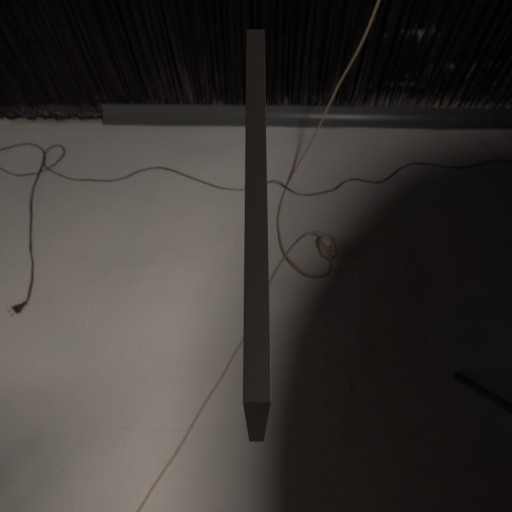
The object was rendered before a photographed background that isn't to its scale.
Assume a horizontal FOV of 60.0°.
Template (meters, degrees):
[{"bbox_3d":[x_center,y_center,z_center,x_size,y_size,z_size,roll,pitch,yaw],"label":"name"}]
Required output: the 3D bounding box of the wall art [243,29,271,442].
[{"bbox_3d":[0.000,0.000,0.769,0.028,0.460,0.561,0,63,0],"label":"wall art"}]
